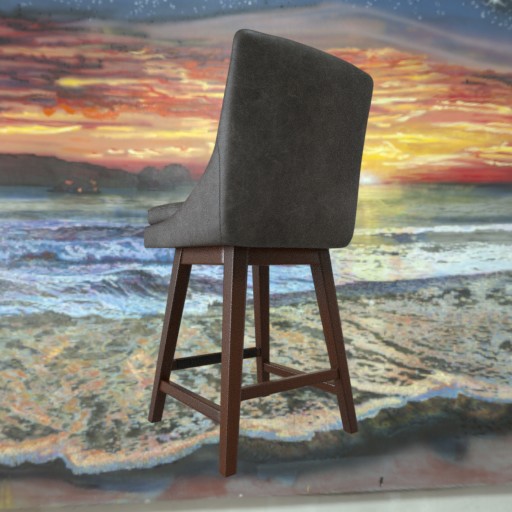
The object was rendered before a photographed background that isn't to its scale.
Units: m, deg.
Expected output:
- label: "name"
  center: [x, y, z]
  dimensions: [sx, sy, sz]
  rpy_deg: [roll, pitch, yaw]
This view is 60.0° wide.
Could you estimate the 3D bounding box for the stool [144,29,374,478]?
- label: "stool"
  center: [0.000, 0.000, 1.347]
  dimensions: [0.492, 1.046, 0.587]
  rpy_deg: [0, 0, -36]
